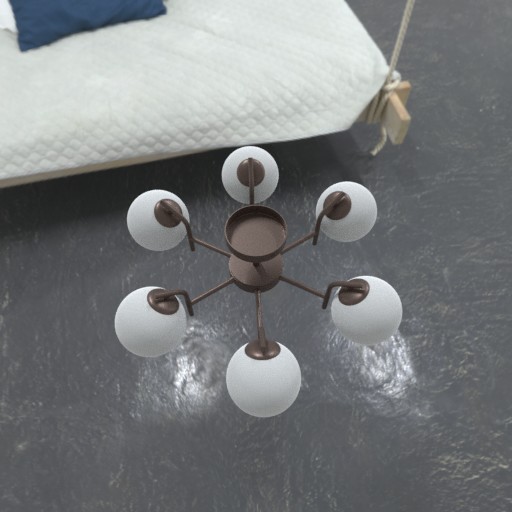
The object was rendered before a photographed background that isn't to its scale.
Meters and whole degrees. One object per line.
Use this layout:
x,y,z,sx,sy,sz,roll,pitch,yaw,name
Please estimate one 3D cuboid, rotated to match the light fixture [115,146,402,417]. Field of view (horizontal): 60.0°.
0.000,0.000,0.969,0.662,0.201,0.662,0,58,0,light fixture
